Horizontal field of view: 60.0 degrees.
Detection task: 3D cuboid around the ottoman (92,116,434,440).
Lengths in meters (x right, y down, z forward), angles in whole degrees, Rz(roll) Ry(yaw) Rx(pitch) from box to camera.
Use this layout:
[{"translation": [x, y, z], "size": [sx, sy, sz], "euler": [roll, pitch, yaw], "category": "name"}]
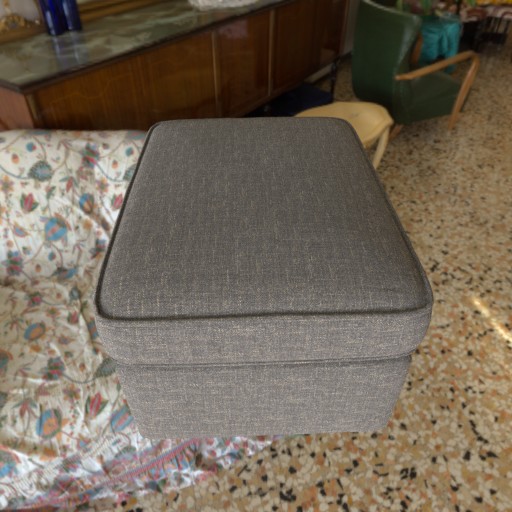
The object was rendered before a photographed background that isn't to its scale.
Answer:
[{"translation": [0.000, 0.000, 1.053], "size": [0.549, 0.450, 0.749], "euler": [-2, 40, -2], "category": "ottoman"}]
